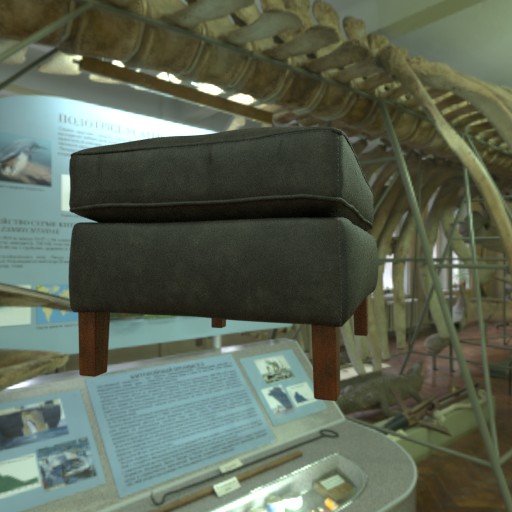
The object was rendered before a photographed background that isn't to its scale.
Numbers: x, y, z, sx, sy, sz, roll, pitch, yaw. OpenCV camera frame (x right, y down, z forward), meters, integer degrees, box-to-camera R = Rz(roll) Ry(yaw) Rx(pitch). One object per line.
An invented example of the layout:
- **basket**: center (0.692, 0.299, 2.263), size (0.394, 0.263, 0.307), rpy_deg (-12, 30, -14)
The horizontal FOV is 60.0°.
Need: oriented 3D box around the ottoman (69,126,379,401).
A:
- **ottoman**: center (0.000, 0.000, 0.974), size (0.501, 0.413, 0.665), rpy_deg (0, 0, 18)
